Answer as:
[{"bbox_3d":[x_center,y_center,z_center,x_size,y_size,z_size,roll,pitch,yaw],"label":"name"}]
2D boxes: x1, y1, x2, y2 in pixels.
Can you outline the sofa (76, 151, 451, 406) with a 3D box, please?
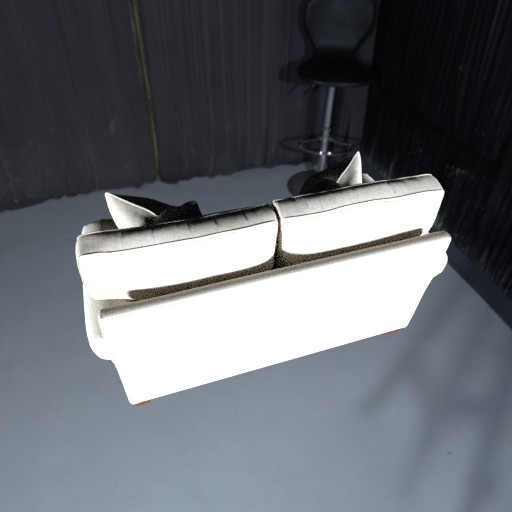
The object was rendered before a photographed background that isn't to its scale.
[{"bbox_3d":[0.000,0.000,2.322,1.701,0.966,0.966,-12,42,-14],"label":"sofa"}]
